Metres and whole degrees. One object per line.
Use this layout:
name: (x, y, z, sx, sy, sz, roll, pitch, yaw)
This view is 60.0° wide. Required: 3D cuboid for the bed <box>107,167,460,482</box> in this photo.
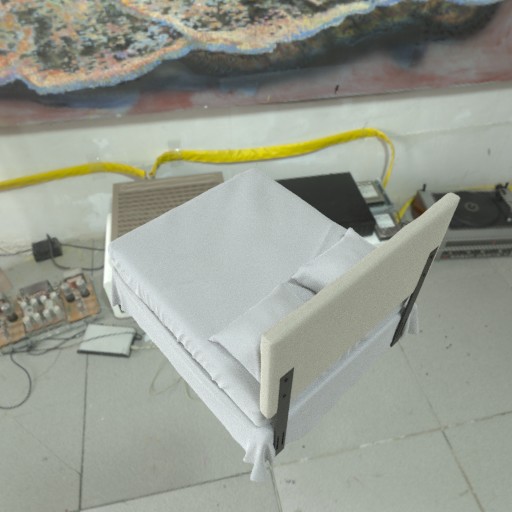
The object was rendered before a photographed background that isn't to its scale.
bed: (0.000, 0.000, 3.495, 1.936, 1.577, 2.222, -33, 55, -27)
